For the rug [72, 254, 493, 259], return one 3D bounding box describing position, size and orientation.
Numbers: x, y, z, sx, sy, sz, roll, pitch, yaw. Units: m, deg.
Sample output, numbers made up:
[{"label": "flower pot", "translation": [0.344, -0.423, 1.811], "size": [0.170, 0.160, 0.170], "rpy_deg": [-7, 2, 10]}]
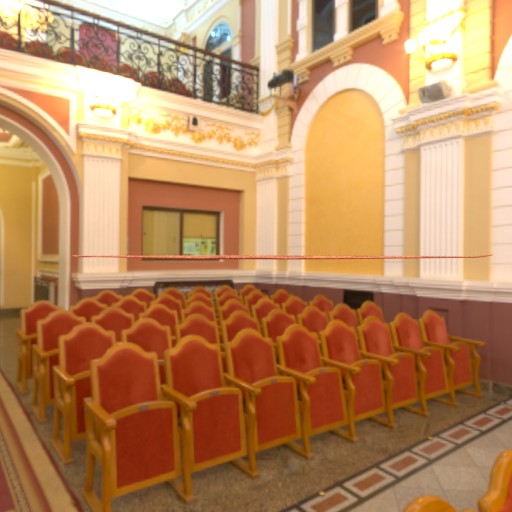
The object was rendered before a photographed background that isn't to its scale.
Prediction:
[{"label": "rug", "translation": [0.000, 0.000, 4.081], "size": [2.489, 0.030, 3.086], "rpy_deg": [0, 0, -36]}]
